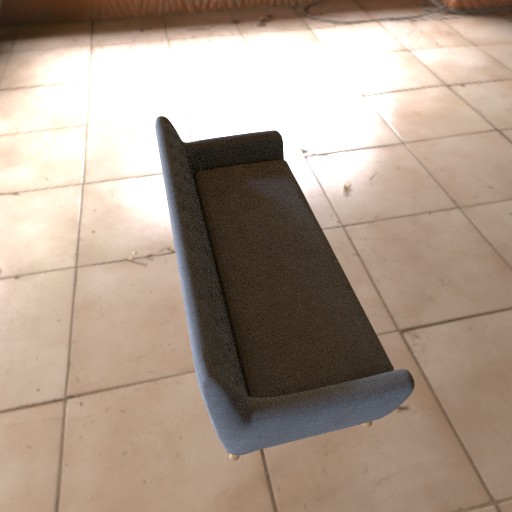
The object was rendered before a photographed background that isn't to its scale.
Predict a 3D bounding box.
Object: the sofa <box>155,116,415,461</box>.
[{"bbox_3d":[0.000,0.000,2.399,0.830,0.830,1.970,-10,46,-10],"label":"sofa"}]
